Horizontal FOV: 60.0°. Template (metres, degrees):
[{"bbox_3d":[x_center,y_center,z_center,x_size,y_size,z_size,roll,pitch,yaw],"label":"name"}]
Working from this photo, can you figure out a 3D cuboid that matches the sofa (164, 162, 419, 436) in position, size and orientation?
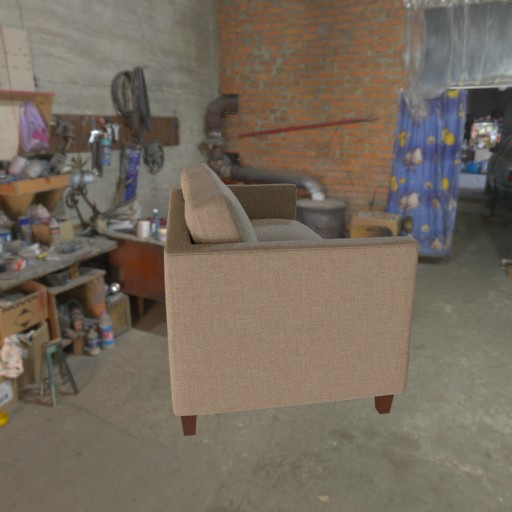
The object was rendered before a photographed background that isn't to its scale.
[{"bbox_3d":[0.000,0.000,2.483,0.951,0.947,1.884,-3,16,-9],"label":"sofa"}]
